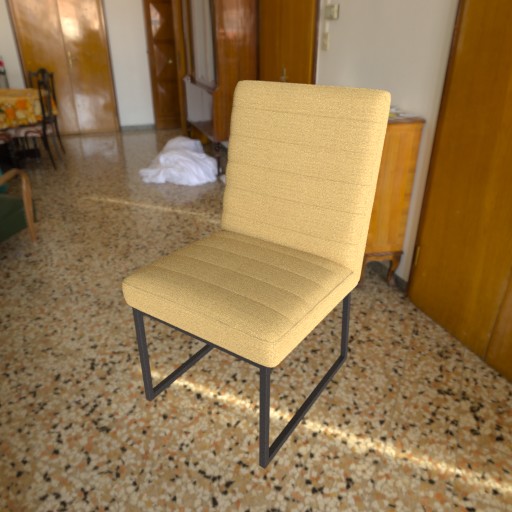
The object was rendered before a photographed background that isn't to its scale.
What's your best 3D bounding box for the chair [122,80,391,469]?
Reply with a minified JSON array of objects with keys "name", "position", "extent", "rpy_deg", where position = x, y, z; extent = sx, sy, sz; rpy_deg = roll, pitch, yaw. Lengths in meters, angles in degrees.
[{"name":"chair","position":[0.000,0.000,1.339],"extent":[0.520,0.930,0.634],"rpy_deg":[17,32,30]}]
